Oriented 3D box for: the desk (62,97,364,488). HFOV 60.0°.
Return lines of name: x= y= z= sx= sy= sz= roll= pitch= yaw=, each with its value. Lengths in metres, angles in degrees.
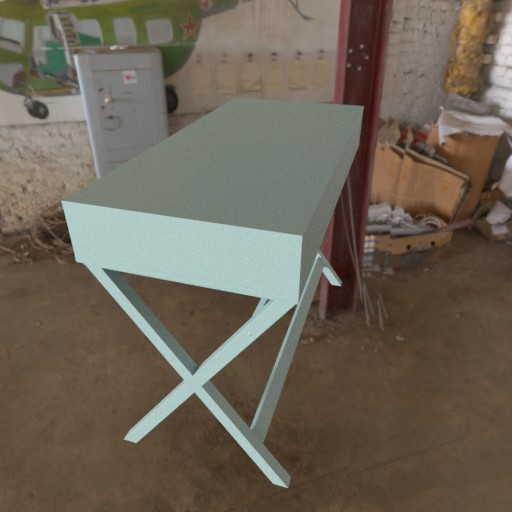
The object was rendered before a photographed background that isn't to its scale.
desk: x=0.000 y=0.000 z=1.476 sx=0.509 sy=0.780 sz=1.059 roll=9 pitch=32 yaw=15
